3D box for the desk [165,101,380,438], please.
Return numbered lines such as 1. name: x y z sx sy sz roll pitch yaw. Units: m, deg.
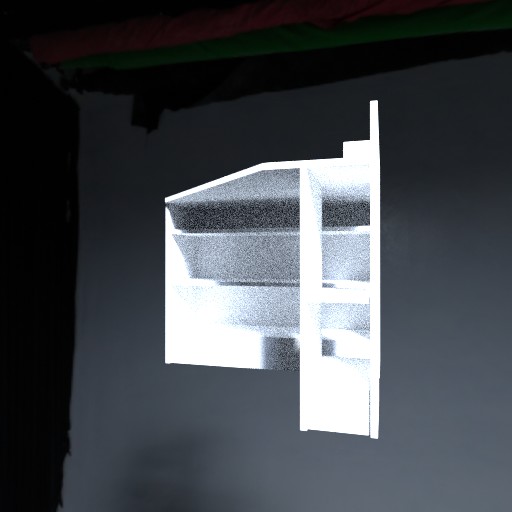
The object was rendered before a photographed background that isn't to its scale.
1. desk: 0.000 0.000 1.760 0.940 0.986 0.940 0 0 16
